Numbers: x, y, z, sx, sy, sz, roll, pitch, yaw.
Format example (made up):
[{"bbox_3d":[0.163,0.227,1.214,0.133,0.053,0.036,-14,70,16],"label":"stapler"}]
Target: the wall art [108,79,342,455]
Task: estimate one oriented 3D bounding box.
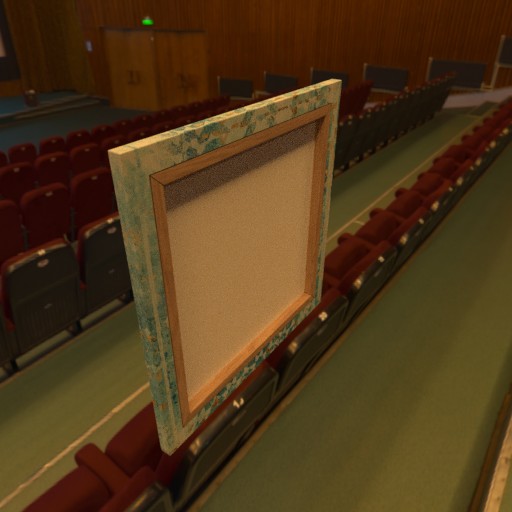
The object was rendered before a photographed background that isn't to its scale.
[{"bbox_3d":[0.000,0.000,1.391,0.040,0.916,0.916,21,37,30],"label":"wall art"}]
